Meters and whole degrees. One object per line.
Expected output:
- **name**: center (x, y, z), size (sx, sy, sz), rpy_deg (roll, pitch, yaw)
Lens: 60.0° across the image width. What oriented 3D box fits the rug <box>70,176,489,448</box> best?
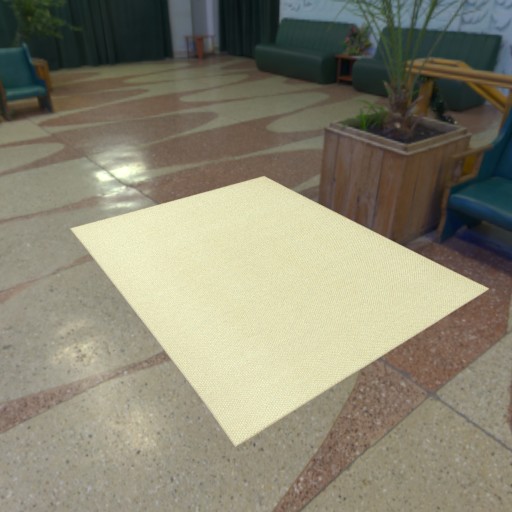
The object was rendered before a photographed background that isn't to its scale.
- **rug**: center (0.000, 0.000, 4.020), size (2.462, 0.018, 3.039), rpy_deg (-21, 37, -30)
